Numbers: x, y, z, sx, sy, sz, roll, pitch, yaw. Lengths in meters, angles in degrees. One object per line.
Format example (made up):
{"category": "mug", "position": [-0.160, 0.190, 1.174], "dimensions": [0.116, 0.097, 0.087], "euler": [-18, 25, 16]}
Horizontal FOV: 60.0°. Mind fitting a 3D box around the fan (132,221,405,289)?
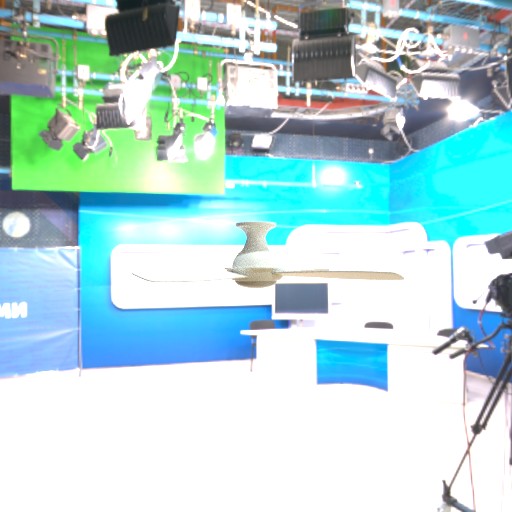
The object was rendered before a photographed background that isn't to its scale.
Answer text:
{"category": "fan", "position": [0.000, 0.000, 2.578], "dimensions": [1.693, 0.382, 1.694], "euler": [-1, -1, 36]}
